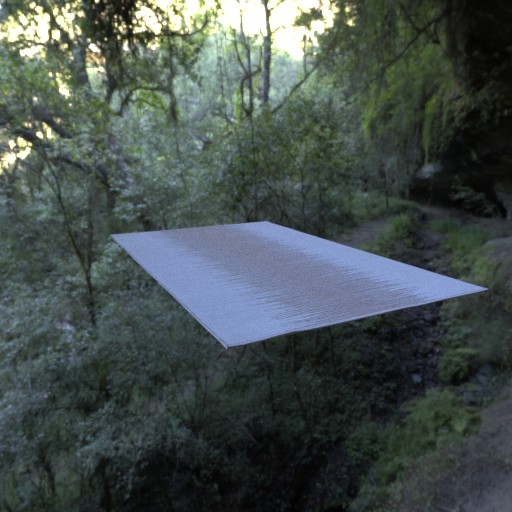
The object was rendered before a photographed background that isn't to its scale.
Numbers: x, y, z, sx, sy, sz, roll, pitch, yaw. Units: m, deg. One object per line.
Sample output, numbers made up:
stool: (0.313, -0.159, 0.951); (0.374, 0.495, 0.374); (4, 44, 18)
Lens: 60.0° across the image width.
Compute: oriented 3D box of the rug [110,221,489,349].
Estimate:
rug: (0.000, 0.000, 3.054); (1.522, 0.012, 2.440); (-7, 16, -27)
